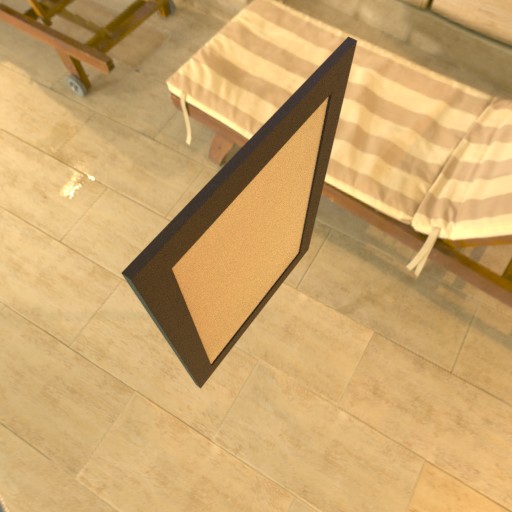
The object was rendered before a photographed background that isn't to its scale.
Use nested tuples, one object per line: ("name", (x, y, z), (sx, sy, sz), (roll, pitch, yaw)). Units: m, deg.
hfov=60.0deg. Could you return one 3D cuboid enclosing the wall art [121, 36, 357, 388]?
("wall art", (0.000, 0.000, 0.655), (0.013, 0.508, 0.359), (34, 68, 15))
